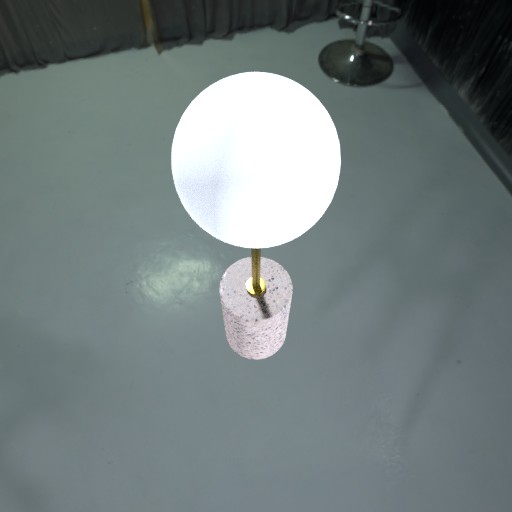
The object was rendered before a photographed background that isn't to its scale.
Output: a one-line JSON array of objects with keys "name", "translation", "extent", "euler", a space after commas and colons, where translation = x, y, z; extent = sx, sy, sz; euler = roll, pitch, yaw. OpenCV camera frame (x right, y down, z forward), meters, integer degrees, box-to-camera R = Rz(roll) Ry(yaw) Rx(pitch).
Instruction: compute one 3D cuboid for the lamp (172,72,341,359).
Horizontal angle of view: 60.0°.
[{"name": "lamp", "translation": [0.000, 0.000, 0.546], "extent": [0.153, 0.480, 0.153], "euler": [0, 58, 0]}]
